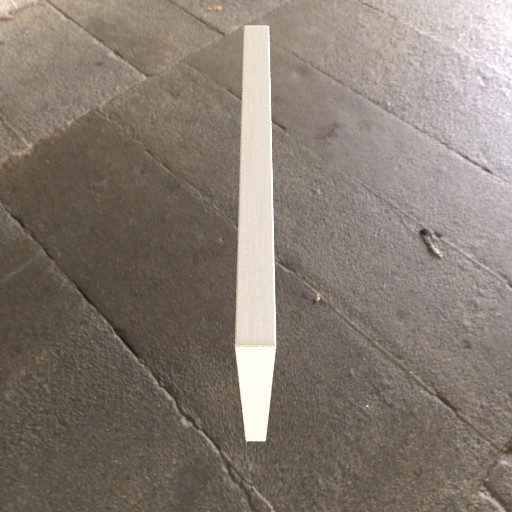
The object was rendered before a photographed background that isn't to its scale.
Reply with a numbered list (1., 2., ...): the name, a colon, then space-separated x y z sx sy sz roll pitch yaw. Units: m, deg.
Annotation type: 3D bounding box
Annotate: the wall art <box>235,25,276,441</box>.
1. wall art: 0.000 0.000 0.752 0.038 0.508 0.508 0 58 0
